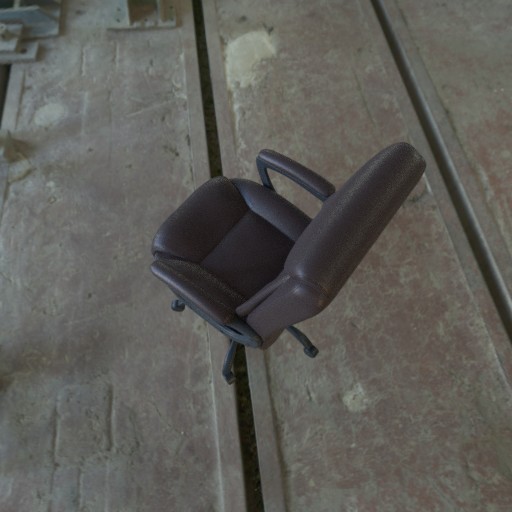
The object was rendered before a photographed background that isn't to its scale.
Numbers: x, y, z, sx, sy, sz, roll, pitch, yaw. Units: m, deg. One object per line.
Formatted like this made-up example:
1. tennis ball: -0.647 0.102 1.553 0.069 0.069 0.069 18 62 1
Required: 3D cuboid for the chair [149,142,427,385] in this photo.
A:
1. chair: 0.000 0.000 1.439 0.655 1.072 0.615 34 67 16
